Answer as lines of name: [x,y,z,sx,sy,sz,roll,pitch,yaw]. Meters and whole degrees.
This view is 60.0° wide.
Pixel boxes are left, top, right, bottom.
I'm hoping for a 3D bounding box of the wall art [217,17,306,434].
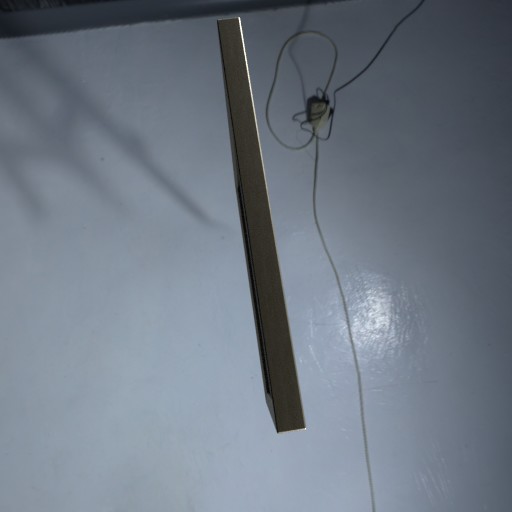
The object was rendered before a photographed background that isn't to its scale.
wall art: [0.000,0.000,0.750,0.030,0.506,0.503,-8,75,-2]
